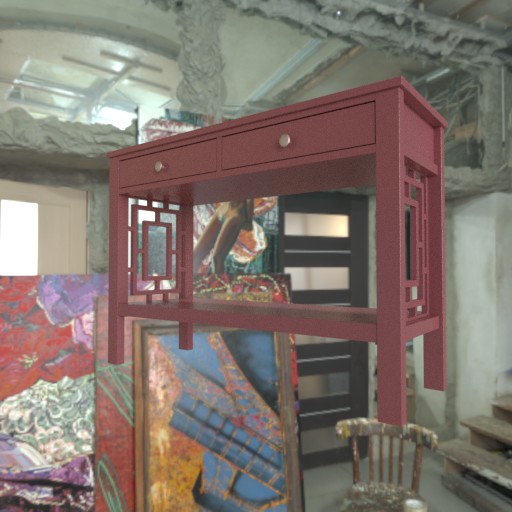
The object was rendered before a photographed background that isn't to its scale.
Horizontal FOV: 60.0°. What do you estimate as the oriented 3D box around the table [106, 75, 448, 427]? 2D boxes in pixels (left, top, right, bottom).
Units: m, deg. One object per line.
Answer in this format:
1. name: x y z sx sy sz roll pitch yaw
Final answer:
1. table: 0.000 0.000 1.414 1.068 0.753 0.397 -1 -2 37
